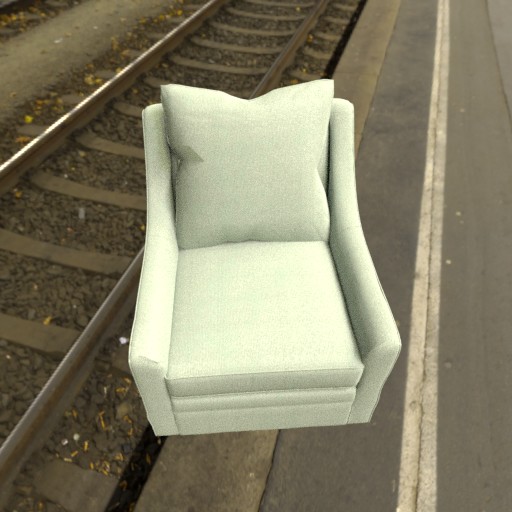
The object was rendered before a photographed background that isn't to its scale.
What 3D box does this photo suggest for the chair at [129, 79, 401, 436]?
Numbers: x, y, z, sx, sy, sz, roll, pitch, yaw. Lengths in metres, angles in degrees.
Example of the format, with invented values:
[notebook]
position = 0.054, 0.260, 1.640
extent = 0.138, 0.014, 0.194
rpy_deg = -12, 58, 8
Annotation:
[chair]
position = 0.000, 0.000, 1.544
extent = 0.760, 0.926, 0.870
rpy_deg = -3, 45, -3
